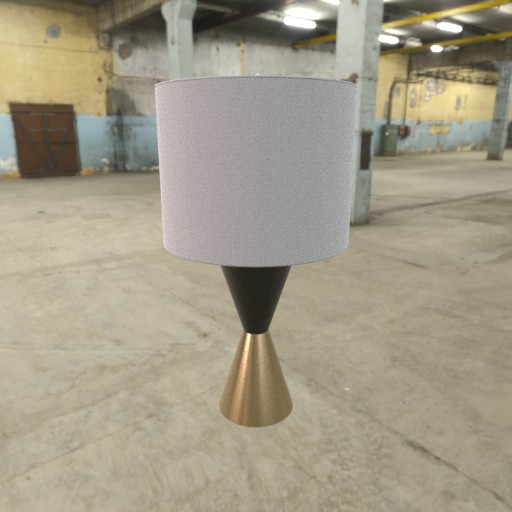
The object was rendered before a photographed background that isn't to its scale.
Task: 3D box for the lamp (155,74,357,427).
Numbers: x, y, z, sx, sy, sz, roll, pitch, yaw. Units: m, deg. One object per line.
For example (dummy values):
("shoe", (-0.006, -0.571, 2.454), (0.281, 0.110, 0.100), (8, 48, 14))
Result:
("lamp", (0.000, 0.000, 0.751), (0.304, 0.573, 0.304), (-2, 16, -8))
